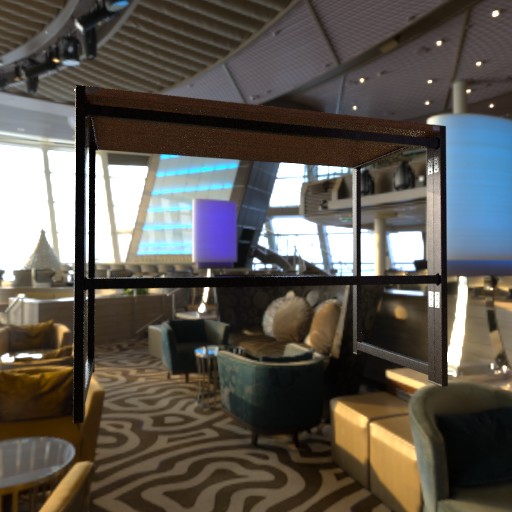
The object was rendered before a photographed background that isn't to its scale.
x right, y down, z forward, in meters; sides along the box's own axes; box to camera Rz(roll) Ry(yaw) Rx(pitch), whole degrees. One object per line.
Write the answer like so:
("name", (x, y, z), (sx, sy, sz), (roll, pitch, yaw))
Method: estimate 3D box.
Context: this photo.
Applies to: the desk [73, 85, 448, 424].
("desk", (0.000, 0.000, 1.386), (1.016, 0.762, 0.508), (0, -1, -17))
